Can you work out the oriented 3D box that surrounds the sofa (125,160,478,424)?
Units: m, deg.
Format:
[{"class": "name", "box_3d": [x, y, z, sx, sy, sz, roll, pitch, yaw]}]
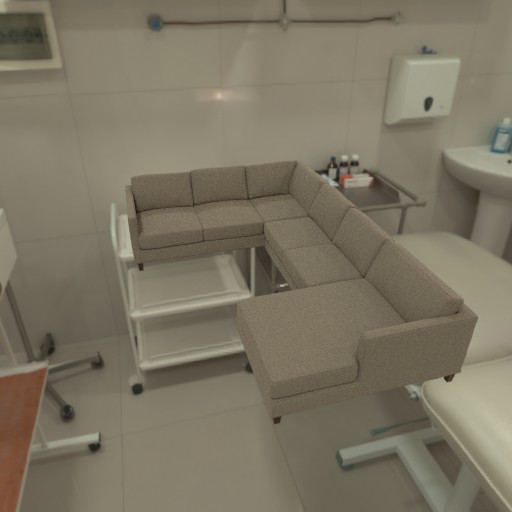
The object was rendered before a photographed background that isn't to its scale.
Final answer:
[{"class": "sofa", "box_3d": [0.000, 0.000, 4.495, 2.424, 0.865, 3.438, -8, 31, -14]}]
